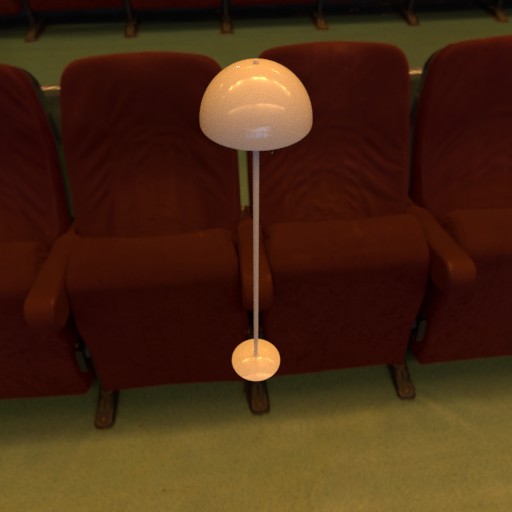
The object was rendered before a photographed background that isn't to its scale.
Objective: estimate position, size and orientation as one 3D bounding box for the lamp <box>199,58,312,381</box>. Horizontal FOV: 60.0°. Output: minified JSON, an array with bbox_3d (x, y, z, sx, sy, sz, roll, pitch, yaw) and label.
[{"bbox_3d":[0.000,0.000,1.699,0.328,1.480,0.328,-4,46,-4],"label":"lamp"}]
